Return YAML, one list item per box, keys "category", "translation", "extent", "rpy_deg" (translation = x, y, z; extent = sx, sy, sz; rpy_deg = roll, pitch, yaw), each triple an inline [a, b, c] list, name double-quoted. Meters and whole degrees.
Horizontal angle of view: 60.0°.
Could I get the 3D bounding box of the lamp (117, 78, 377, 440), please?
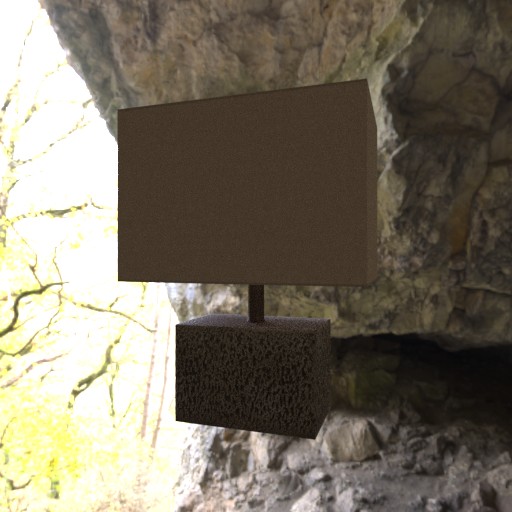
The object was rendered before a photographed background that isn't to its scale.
- category: "lamp"
  translation: [0.000, 0.000, 0.574]
  extent: [0.294, 0.411, 0.180]
  rpy_deg: [0, 0, 18]
